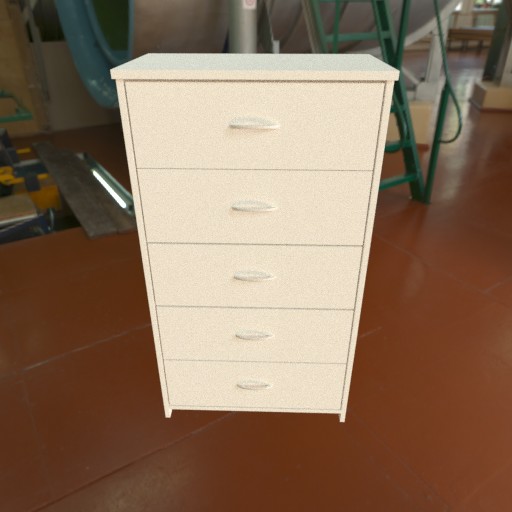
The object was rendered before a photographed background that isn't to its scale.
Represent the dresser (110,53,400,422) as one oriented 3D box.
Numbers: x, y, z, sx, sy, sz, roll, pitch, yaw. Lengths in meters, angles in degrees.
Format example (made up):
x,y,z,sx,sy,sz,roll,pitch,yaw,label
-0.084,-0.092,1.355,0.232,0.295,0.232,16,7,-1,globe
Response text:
x,y,z,sx,sy,sz,roll,pitch,yaw,label
0.000,0.000,1.550,0.704,1.255,0.399,1,30,2,dresser
